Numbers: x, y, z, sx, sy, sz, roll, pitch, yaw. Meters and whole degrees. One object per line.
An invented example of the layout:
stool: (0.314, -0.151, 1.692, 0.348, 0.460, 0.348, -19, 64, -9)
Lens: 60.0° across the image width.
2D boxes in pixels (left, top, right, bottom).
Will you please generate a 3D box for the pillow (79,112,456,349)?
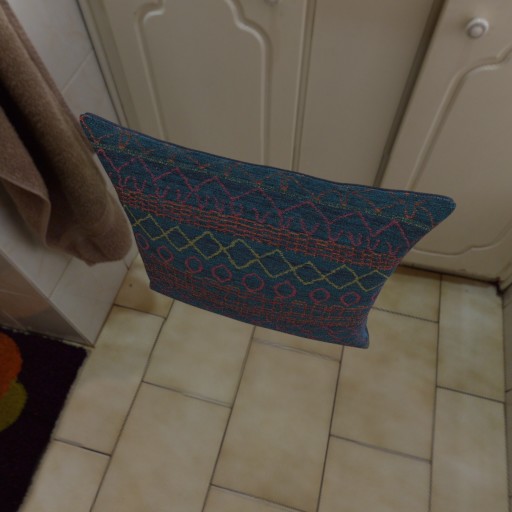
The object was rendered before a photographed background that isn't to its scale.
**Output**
pillow: (0.000, 0.000, 0.661, 0.431, 0.431, 0.141, 15, 59, 9)
